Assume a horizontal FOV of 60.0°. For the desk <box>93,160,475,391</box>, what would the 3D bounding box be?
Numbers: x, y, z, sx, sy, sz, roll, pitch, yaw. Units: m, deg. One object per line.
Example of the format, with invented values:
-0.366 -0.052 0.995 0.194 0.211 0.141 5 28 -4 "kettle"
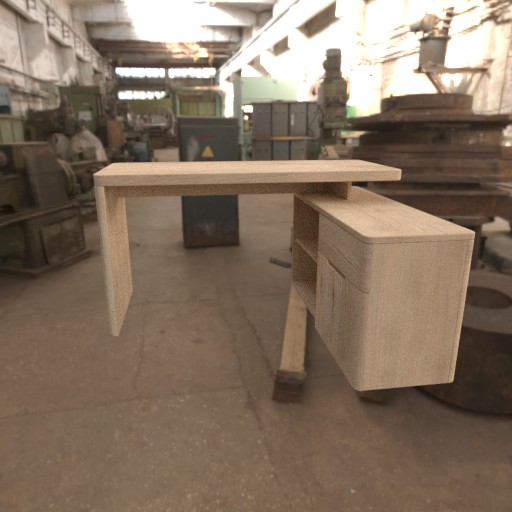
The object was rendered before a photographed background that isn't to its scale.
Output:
0.000 0.000 2.070 1.400 0.770 1.175 -3 17 -8 "desk"
